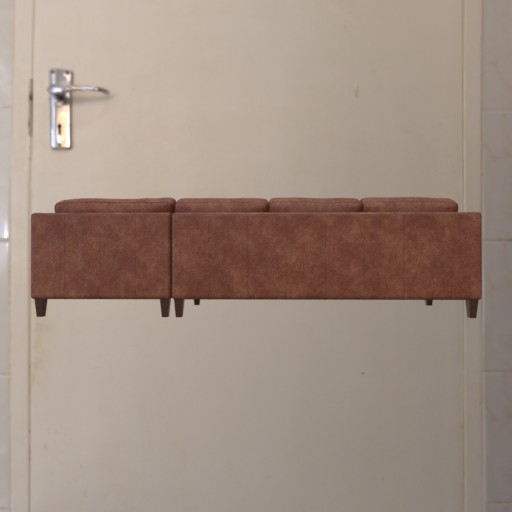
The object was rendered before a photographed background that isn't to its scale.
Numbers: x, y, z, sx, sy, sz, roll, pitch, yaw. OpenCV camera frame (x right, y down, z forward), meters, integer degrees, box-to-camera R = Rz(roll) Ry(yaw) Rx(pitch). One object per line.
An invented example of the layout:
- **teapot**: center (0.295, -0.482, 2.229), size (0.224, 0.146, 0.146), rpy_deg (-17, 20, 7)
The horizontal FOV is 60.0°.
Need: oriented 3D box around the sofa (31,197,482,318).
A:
- **sofa**: center (0.000, 0.000, 3.917), size (3.203, 0.883, 1.581), rpy_deg (0, 0, 1)
